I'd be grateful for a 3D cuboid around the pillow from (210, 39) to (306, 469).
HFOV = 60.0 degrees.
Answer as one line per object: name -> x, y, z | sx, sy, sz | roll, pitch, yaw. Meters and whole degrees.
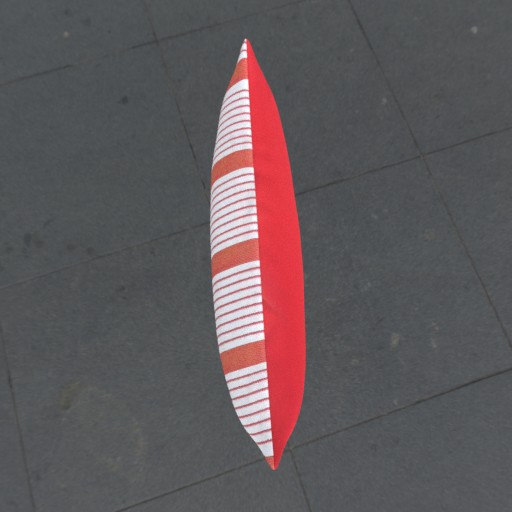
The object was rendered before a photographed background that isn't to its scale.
pillow -> 0.000, 0.000, 0.743 | 0.151, 0.297, 0.608 | -3, 76, -1
